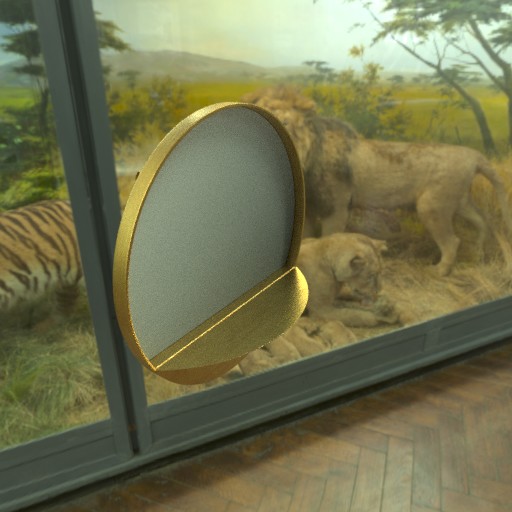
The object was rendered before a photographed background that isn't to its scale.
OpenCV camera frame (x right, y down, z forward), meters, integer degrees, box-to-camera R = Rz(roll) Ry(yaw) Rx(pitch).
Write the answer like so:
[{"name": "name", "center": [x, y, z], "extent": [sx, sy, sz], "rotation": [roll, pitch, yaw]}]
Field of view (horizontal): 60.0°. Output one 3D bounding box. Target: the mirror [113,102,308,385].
[{"name": "mirror", "center": [0.000, 0.000, 0.707], "extent": [0.133, 0.457, 0.457], "rotation": [16, 30, 31]}]
